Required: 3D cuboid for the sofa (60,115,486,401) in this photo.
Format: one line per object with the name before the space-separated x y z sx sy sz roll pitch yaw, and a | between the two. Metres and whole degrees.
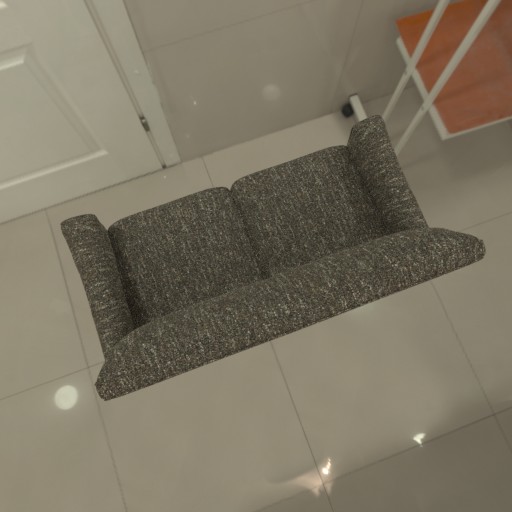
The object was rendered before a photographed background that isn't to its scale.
sofa | 0.000 0.000 2.030 1.519 0.946 0.801 -20 77 -5
